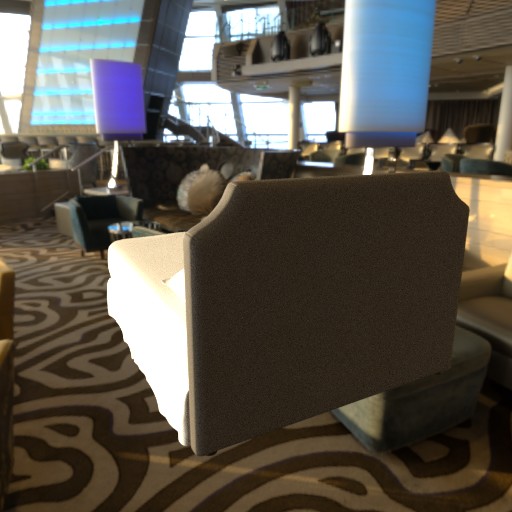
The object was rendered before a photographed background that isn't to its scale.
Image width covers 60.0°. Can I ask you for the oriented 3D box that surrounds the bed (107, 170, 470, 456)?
[{"bbox_3d":[0.000,0.000,3.836,2.194,1.561,2.536,-8,17,-27],"label":"bed"}]
